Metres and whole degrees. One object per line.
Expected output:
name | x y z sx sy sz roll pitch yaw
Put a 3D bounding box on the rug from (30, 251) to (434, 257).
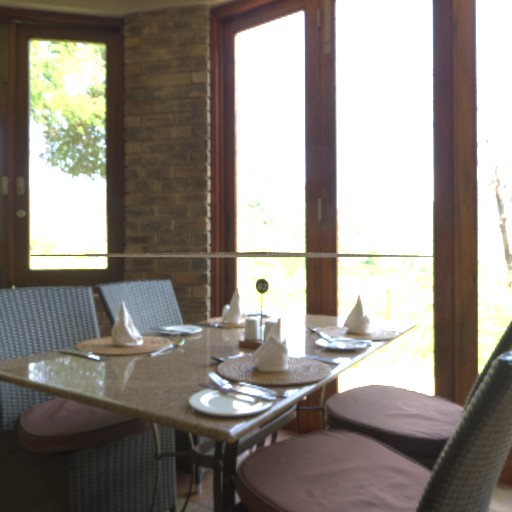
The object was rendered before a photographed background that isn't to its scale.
rug | 0.000 0.000 3.968 2.286 0.013 2.894 0 -1 37
